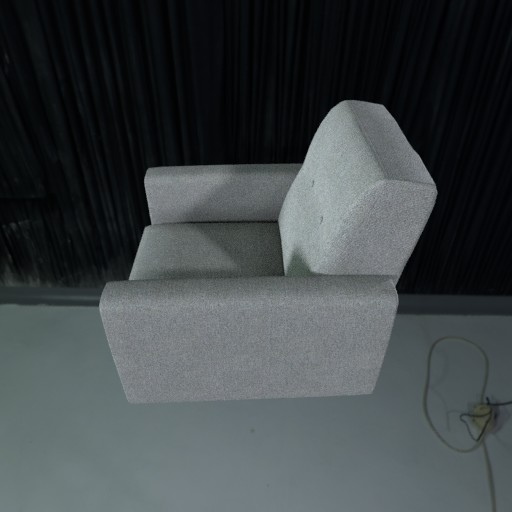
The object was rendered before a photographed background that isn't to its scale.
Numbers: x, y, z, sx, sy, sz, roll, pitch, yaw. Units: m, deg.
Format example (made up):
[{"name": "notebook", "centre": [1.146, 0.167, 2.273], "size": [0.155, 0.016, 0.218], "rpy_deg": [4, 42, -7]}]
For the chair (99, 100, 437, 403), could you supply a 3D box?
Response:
[{"name": "chair", "centre": [0.000, 0.000, 1.645], "size": [0.942, 0.968, 0.845], "rpy_deg": [-1, 39, -1]}]
